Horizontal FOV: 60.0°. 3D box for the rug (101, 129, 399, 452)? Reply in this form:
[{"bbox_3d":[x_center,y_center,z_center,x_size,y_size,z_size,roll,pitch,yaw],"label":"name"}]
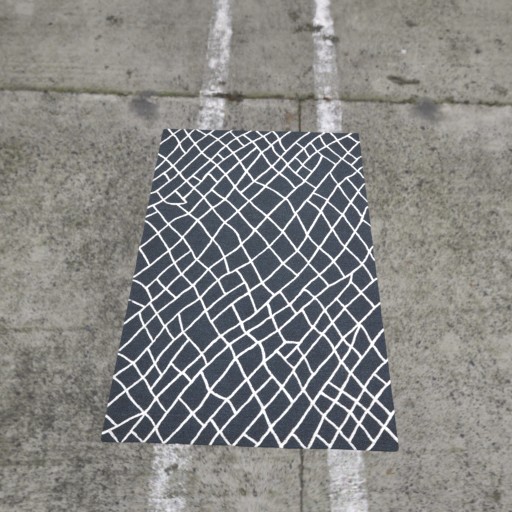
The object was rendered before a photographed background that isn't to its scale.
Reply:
[{"bbox_3d":[0.000,0.000,2.284,1.223,0.013,1.830,2,58,1],"label":"rug"}]
